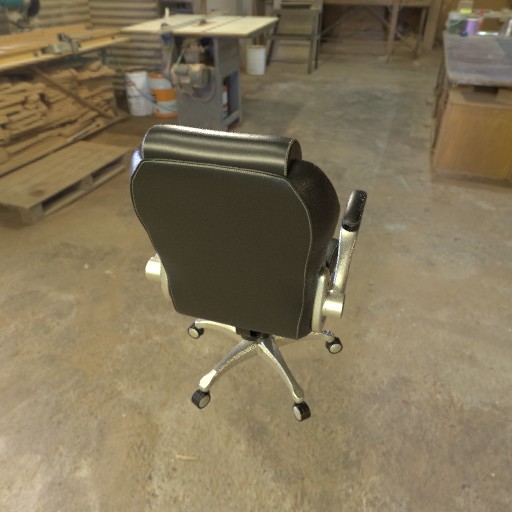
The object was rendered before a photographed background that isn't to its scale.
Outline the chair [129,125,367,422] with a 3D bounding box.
[{"bbox_3d":[0.000,0.000,1.666,0.724,1.141,0.801,10,34,15],"label":"chair"}]
